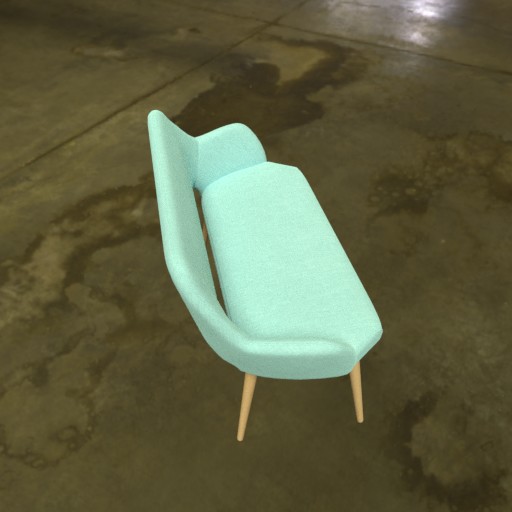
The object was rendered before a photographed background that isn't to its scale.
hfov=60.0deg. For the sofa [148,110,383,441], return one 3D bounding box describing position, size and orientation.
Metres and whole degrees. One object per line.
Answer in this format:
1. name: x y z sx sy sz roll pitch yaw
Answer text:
1. sofa: 0.000 0.000 1.630 0.610 0.840 1.150 -10 46 -9
